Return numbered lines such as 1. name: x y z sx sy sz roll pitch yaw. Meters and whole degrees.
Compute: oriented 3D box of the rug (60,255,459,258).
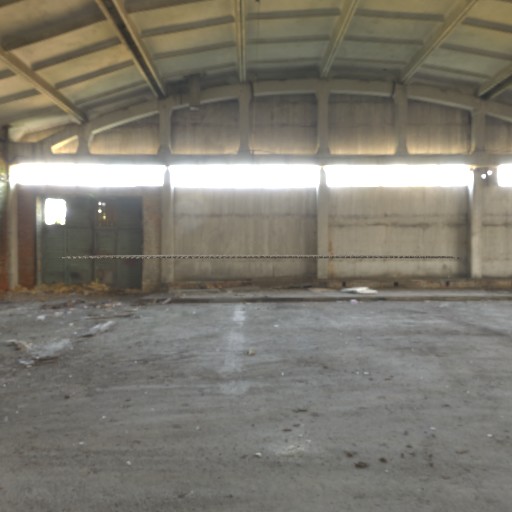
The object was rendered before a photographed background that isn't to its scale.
1. rug: 0.000 0.000 4.152 2.380 0.013 3.051 0 0 -1
